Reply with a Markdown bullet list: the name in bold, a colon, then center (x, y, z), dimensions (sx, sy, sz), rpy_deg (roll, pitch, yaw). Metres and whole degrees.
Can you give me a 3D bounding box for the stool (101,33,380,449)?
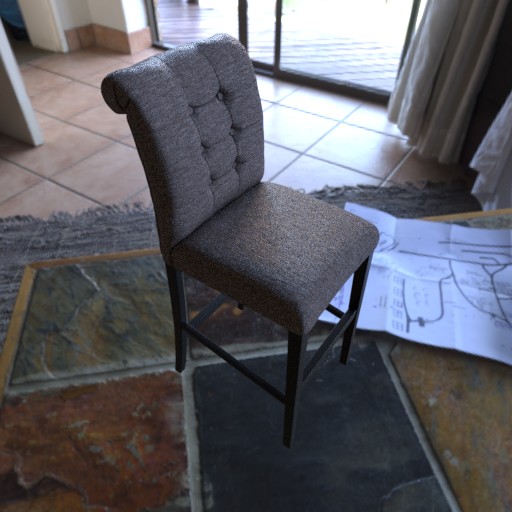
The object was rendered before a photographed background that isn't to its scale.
- **stool**: center (0.000, 0.000, 1.382), dimensions (0.613, 1.131, 0.452), rpy_deg (25, 47, 26)
